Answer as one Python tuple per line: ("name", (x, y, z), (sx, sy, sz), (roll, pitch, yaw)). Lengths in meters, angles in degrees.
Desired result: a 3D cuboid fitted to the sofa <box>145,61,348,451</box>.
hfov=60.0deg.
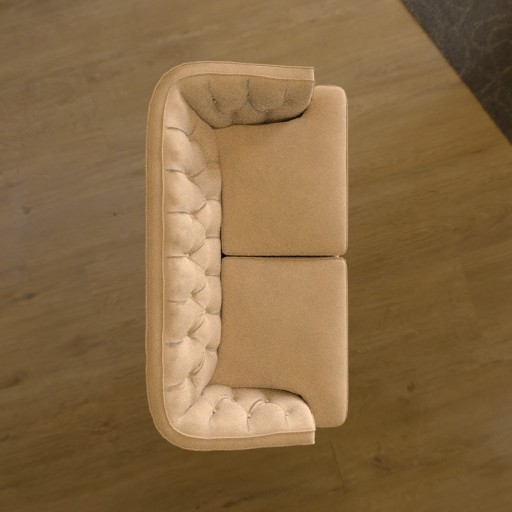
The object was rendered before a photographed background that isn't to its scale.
("sofa", (0.000, 0.000, 2.284), (0.940, 0.878, 1.731), (0, 90, 0))
